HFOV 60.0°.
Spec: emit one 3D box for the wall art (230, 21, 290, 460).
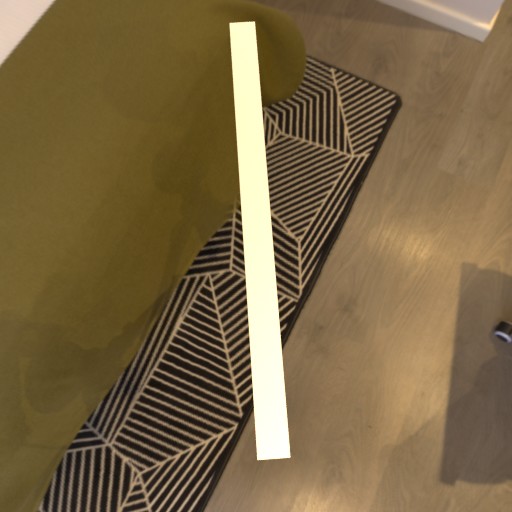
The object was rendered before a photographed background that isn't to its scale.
[{"bbox_3d":[0.000,0.000,1.414,0.066,0.801,1.056,-4,75,-1],"label":"wall art"}]
